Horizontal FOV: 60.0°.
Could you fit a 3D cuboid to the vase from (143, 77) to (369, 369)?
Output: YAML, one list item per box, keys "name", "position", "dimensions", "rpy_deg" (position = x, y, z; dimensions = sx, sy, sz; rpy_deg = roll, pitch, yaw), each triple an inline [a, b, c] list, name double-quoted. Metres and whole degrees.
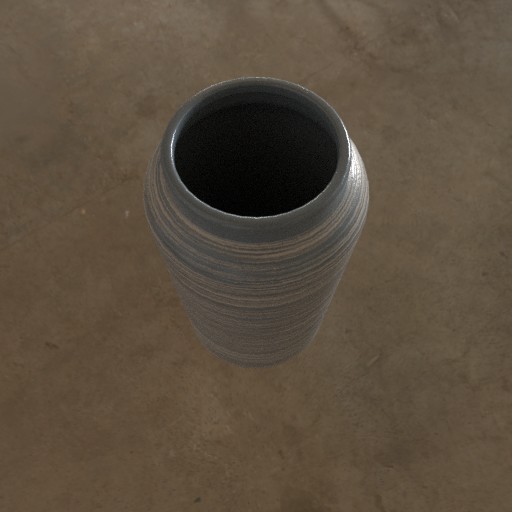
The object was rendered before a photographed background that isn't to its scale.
- name: "vase"
  position: [0.000, 0.000, 0.302]
  dimensions: [0.116, 0.230, 0.116]
  rpy_deg: [0, 64, 0]
